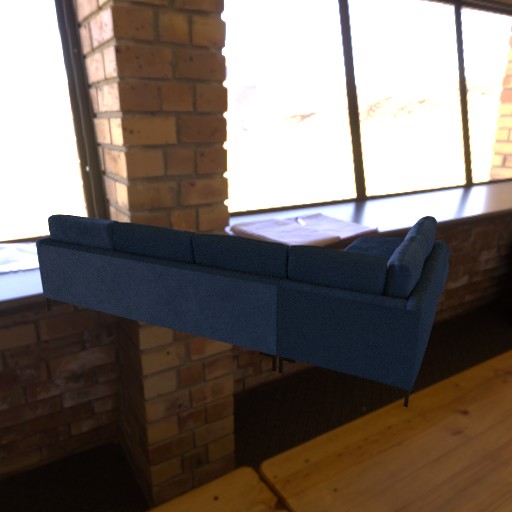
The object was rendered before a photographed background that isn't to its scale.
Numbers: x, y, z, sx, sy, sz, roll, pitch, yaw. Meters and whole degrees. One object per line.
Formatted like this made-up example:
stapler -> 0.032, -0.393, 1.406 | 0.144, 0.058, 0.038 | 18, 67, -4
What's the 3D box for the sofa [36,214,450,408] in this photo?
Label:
sofa -> 0.000, 0.000, 3.771 | 2.949, 0.815, 2.007 | 8, 19, 25
